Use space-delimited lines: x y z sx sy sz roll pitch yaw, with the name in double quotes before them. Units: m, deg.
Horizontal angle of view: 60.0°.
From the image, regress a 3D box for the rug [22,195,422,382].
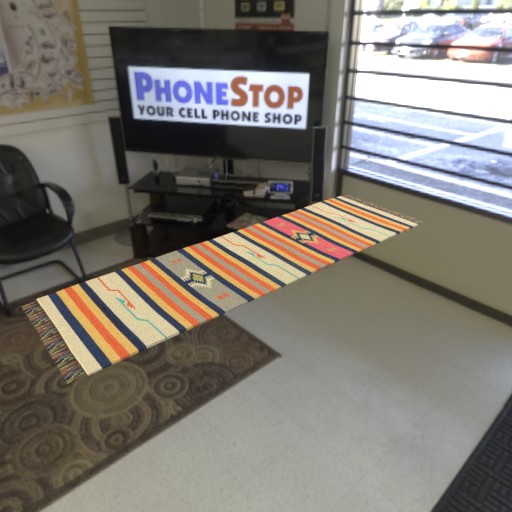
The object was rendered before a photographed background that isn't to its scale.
"rug" 0.000 0.000 2.639 2.455 0.017 0.695 -21 35 -33
